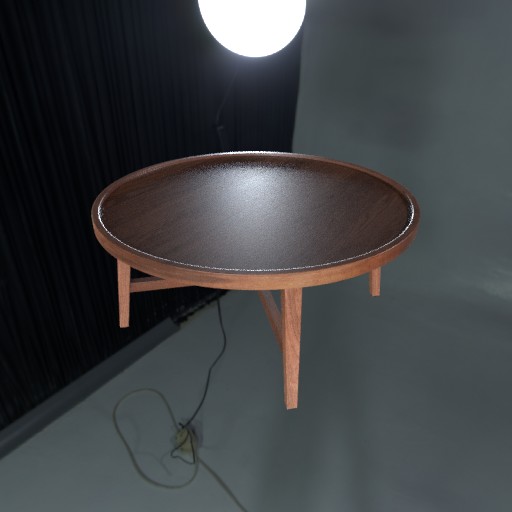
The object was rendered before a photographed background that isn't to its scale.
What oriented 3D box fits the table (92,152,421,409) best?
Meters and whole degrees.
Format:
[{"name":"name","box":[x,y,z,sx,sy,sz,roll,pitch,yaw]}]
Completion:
[{"name":"table","box":[0.000,0.000,1.219,0.800,0.360,0.800,0,29,0]}]
